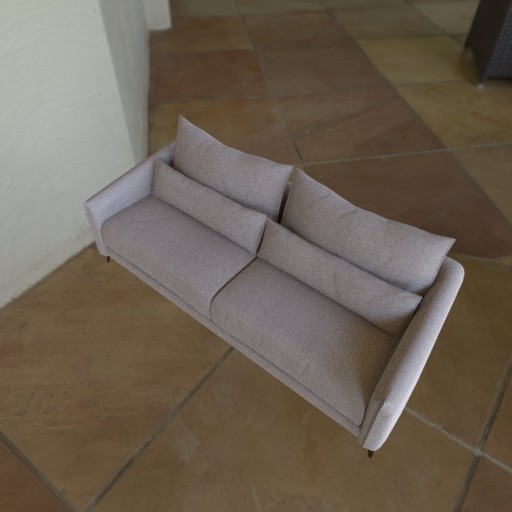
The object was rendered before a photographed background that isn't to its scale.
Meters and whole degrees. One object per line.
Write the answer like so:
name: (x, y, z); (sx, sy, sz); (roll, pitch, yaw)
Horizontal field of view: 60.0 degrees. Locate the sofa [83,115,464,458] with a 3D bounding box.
sofa: (0.000, 0.000, 2.406); (2.022, 0.833, 0.809); (31, 53, 26)
